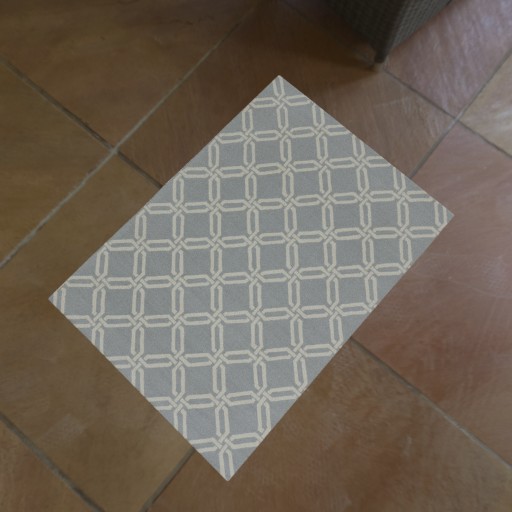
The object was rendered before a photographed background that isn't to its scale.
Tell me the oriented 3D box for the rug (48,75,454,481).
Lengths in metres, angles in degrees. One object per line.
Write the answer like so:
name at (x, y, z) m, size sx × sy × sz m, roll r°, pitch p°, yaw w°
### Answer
rug at (0.000, 0.000, 2.784) m, size 1.522 × 0.013 × 2.133 m, roll 42°, pitch 80°, yaw 9°
